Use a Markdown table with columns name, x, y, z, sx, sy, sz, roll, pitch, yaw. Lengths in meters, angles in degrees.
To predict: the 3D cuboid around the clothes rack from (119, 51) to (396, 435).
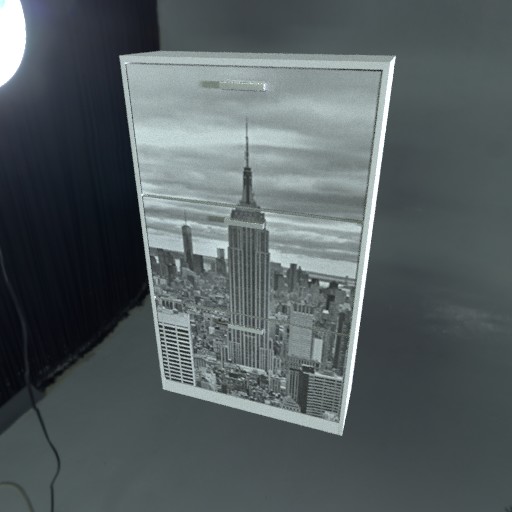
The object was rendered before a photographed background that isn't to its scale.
| name | x | y | z | sx | sy | sz | roll | pitch | yaw |
| --- | --- | --- | --- | --- | --- | --- | --- | --- | --- |
| clothes rack | 0.000 | 0.000 | 1.552 | 0.750 | 1.280 | 0.250 | 9 | 29 | 16 |
